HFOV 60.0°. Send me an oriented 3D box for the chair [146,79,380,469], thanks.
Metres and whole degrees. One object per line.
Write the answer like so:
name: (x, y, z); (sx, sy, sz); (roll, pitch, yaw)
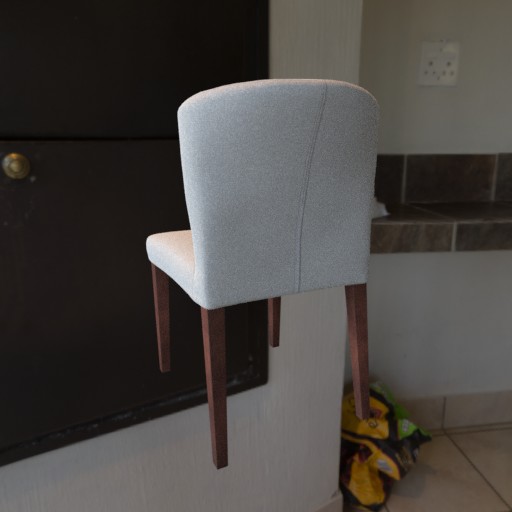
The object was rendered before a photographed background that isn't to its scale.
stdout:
chair: (0.000, 0.000, 1.209); (0.491, 0.839, 0.592); (-7, 16, -26)
